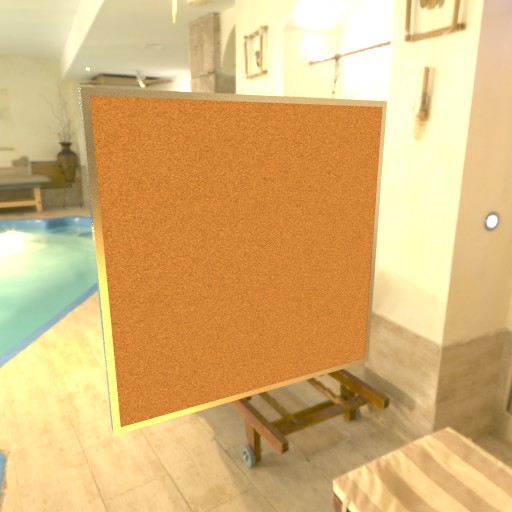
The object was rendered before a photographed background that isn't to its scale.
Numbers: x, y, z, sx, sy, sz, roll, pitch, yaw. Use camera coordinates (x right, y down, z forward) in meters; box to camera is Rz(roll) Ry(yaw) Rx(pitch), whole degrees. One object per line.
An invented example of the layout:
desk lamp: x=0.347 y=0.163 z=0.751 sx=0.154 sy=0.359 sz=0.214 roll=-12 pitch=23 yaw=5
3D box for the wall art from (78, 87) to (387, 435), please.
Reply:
wall art: x=0.000 y=0.000 z=1.182 sx=0.806 sy=0.806 sz=0.038 roll=-8 pitch=17 yaw=-26
